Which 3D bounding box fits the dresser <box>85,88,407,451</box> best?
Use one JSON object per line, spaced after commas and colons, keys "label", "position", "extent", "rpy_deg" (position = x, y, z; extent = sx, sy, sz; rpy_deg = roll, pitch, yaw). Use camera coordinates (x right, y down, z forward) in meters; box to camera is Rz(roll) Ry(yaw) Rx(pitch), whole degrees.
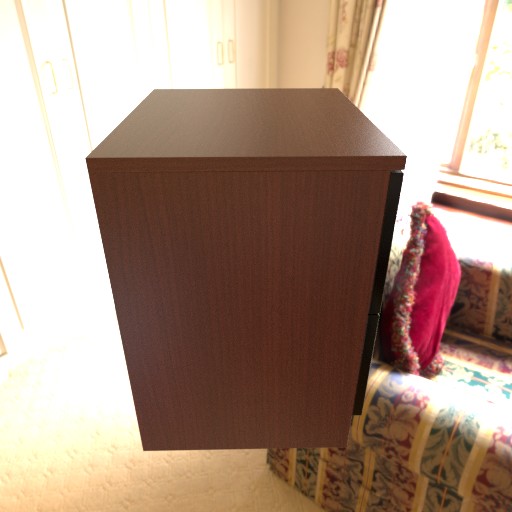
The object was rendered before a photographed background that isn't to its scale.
{"label": "dresser", "position": [0.000, 0.000, 0.749], "extent": [0.360, 0.470, 0.400], "rpy_deg": [-1, 30, -1]}
